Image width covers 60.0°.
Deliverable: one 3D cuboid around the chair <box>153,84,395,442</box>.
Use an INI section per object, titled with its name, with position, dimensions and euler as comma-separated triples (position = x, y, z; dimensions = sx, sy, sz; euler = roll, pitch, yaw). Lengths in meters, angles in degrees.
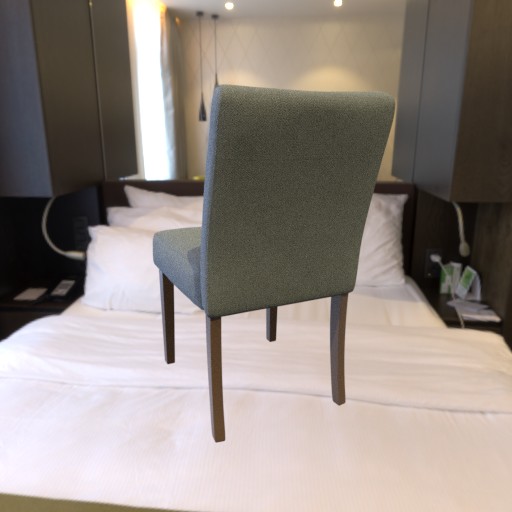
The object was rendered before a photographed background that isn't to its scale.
[chair]
position = 0.000, 0.000, 1.302
dimensions = 0.487, 0.882, 0.629
euler = -7, 17, -24
